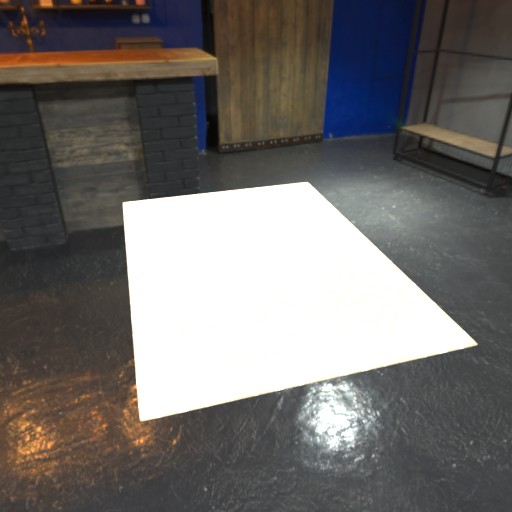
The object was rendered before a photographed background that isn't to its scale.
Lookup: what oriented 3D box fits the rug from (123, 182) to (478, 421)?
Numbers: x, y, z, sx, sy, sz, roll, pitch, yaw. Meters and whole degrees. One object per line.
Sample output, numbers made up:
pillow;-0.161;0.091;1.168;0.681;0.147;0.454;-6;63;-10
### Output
rug;0.000;0.000;4.349;2.438;0.010;3.353;-8;32;-14
